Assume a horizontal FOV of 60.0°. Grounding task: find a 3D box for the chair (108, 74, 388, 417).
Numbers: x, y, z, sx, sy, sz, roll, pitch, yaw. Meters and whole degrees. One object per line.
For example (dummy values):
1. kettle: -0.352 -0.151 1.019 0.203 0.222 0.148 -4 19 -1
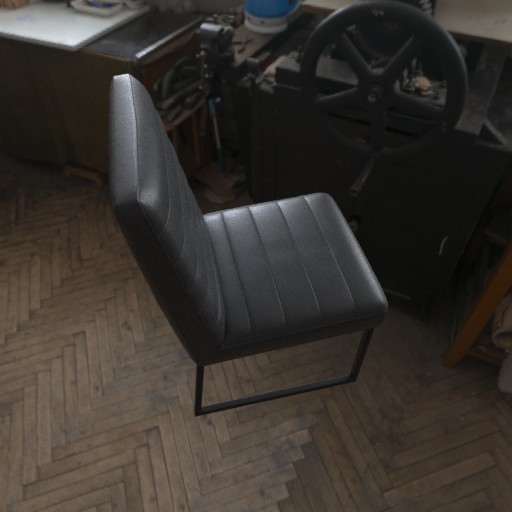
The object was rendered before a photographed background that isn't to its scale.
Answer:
1. chair: 0.000 0.000 1.290 0.634 0.930 0.520 -10 48 -9
